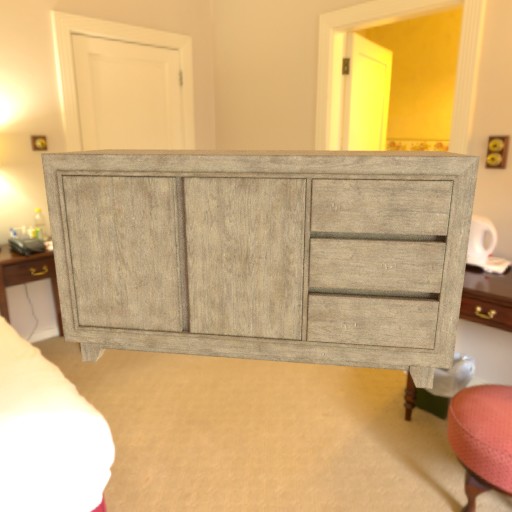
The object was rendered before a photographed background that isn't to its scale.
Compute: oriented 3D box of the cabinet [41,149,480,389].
[{"bbox_3d":[0.000,0.000,1.807,1.460,0.825,0.511,2,15,8],"label":"cabinet"}]
